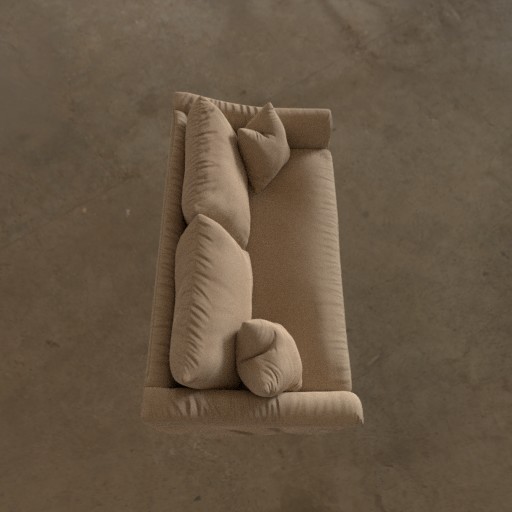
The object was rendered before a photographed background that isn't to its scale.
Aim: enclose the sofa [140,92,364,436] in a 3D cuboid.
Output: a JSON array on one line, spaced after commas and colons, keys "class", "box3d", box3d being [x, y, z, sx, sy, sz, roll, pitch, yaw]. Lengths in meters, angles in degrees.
[{"class": "sofa", "box3d": [0.000, 0.000, 2.719, 1.072, 1.018, 2.010, 0, 64, 0]}]
